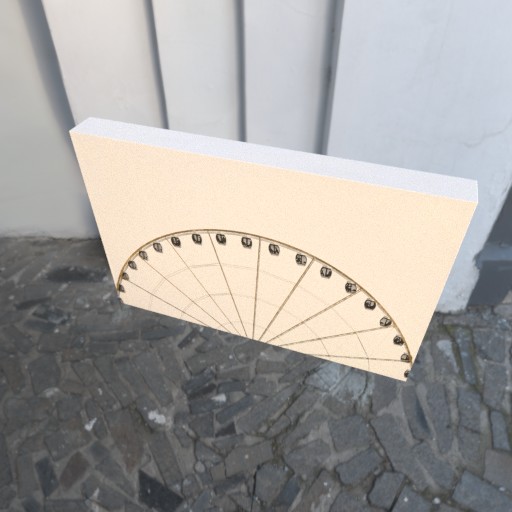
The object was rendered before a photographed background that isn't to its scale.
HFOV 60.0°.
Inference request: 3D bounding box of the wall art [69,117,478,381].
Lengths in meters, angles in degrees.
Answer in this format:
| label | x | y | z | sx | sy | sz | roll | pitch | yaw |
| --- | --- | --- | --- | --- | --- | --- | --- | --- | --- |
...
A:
| label | x | y | z | sx | sy | sz | roll | pitch | yaw |
| --- | --- | --- | --- | --- | --- | --- | --- | --- | --- |
| wall art | 0.000 | 0.000 | 0.494 | 0.384 | 0.254 | 0.039 | 13 | 43 | 14 |
